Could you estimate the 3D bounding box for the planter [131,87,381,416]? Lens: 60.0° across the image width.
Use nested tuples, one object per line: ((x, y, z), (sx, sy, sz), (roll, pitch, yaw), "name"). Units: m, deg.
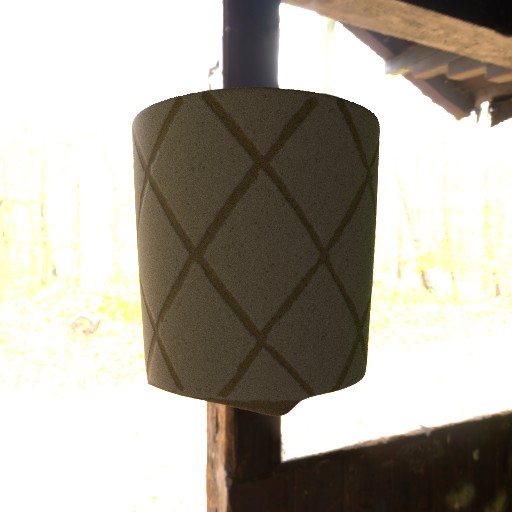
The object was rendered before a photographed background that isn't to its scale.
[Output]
((0.000, 0.000, 0.420), (0.228, 0.235, 0.228), (0, 0, 0), "planter")
